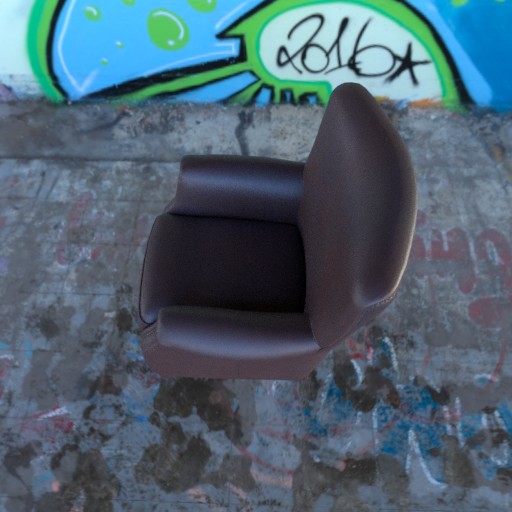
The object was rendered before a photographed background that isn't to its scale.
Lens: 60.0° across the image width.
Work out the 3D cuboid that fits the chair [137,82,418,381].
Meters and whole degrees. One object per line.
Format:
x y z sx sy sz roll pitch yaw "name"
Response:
0.000 0.000 1.362 0.746 0.800 0.700 1 58 1 "chair"
